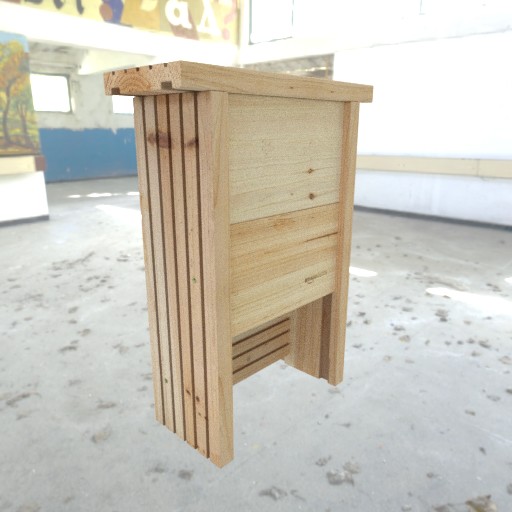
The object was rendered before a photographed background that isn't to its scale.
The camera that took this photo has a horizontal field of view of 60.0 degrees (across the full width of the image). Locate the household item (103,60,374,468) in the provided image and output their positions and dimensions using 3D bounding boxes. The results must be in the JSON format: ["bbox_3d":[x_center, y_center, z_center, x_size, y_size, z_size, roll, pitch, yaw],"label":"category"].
[{"bbox_3d":[0.000,0.000,0.548,0.123,0.407,0.301,15,22,41],"label":"household item"}]
